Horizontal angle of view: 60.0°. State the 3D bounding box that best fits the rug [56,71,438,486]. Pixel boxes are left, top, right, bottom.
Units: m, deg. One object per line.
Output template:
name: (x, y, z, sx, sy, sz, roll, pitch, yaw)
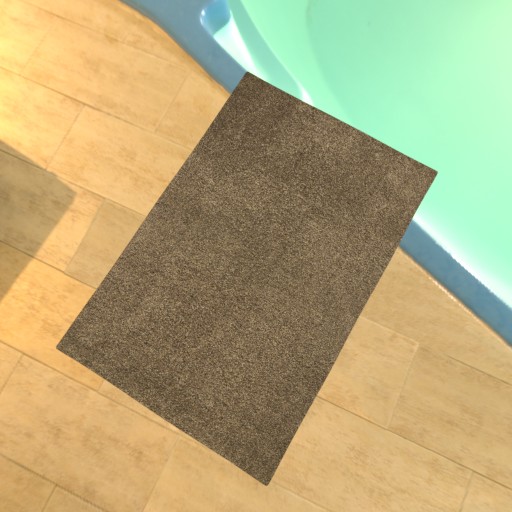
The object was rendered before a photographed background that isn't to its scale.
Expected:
rug: (0.000, 0.000, 3.407, 1.802, 0.026, 2.699, 30, 78, 7)
